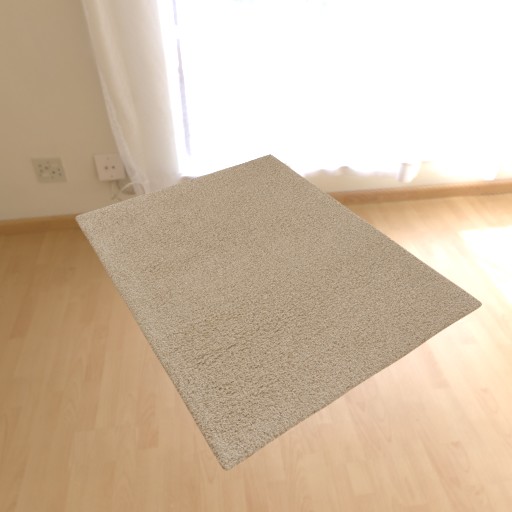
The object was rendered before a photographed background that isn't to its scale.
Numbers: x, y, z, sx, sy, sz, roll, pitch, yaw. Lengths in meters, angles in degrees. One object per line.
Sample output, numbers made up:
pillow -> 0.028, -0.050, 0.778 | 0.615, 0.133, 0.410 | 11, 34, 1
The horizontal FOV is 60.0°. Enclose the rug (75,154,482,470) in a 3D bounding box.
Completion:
rug -> 0.000, 0.000, 4.069 | 2.438, 0.029, 3.047 | -23, 46, -25
